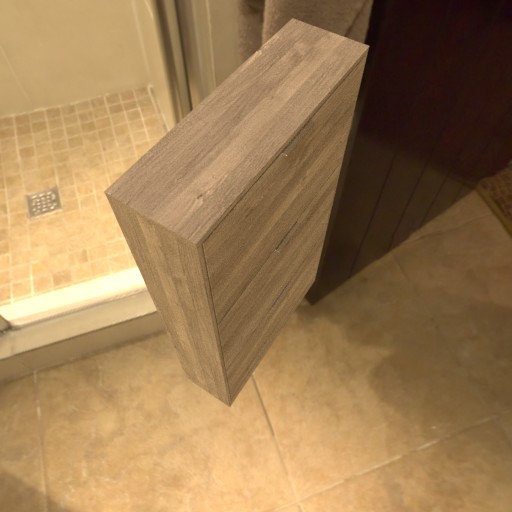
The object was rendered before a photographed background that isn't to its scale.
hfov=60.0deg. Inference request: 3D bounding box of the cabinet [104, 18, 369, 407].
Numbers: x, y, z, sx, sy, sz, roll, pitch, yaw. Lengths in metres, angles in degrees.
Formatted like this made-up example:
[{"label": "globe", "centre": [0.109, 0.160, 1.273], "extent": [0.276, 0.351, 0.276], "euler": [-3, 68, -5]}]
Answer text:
[{"label": "cabinet", "centre": [0.000, 0.000, 1.576], "extent": [0.250, 1.280, 0.750], "euler": [29, 62, 17]}]
